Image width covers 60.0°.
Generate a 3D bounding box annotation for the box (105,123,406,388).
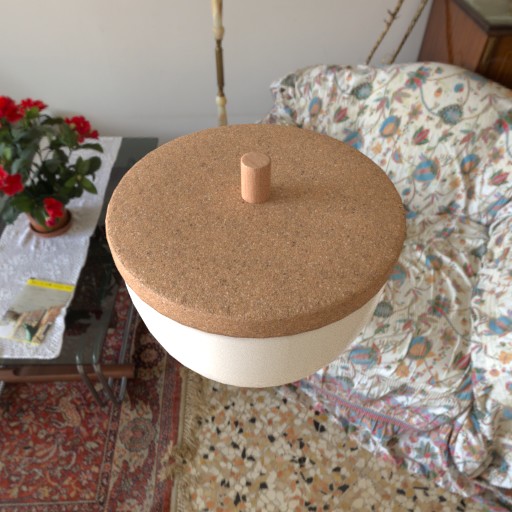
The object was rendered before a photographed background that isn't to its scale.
[{"bbox_3d":[0.000,0.000,0.183,0.107,0.094,0.107,0,47,0],"label":"box"}]
